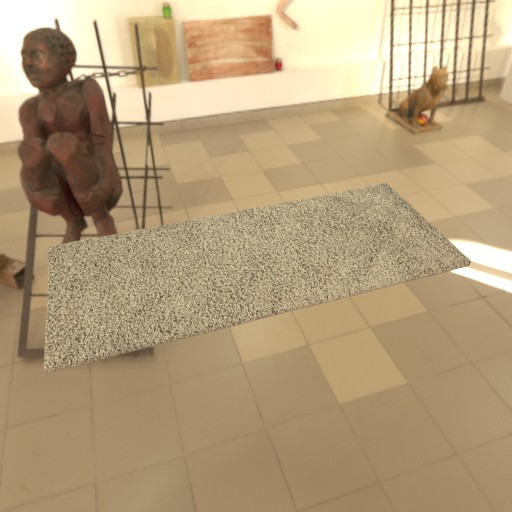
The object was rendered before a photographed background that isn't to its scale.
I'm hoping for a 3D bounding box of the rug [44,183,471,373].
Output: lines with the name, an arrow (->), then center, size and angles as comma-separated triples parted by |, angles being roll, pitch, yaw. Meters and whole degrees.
rug -> 0.000, 0.000, 1.713 | 1.524, 0.030, 0.609 | -12, 42, -14
